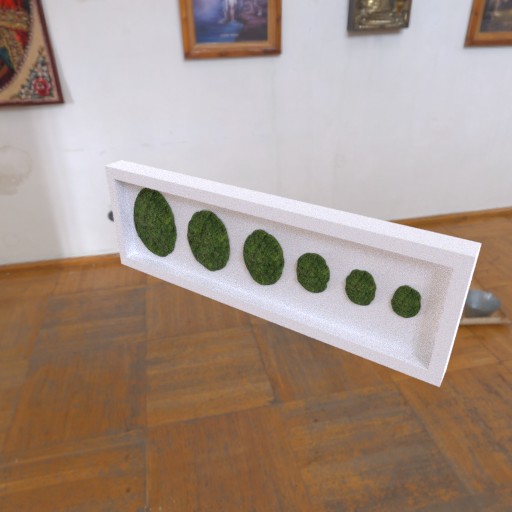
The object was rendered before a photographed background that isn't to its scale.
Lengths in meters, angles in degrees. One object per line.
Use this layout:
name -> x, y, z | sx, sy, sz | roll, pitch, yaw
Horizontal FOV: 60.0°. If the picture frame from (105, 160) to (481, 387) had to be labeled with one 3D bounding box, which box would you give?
picture frame -> 0.000, 0.000, 0.876 | 0.759, 0.250, 0.050 | 17, 34, 28
